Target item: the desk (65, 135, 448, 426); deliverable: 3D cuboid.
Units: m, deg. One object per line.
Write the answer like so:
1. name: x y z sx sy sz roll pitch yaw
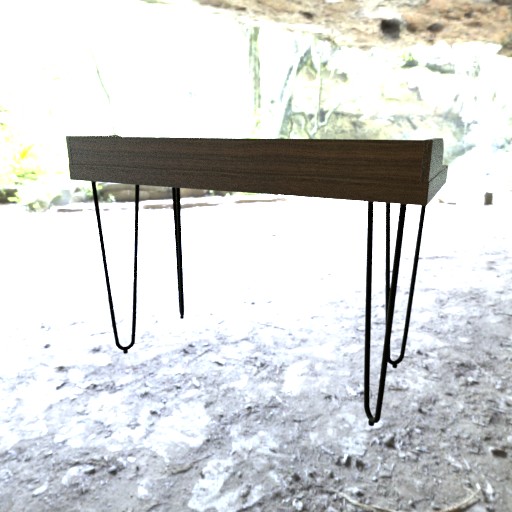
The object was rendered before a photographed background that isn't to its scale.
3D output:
1. desk: 0.000 0.000 1.633 1.200 0.854 0.565 8 18 26
